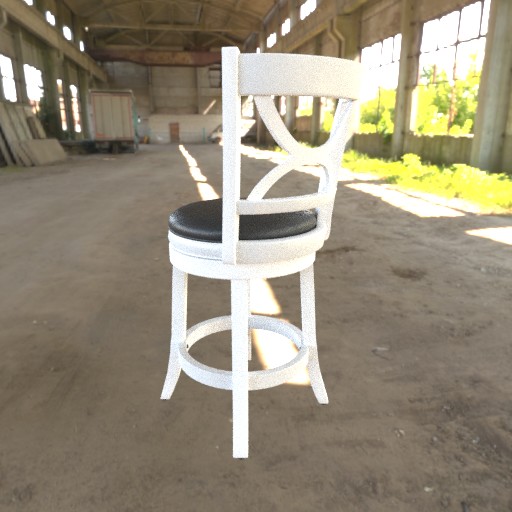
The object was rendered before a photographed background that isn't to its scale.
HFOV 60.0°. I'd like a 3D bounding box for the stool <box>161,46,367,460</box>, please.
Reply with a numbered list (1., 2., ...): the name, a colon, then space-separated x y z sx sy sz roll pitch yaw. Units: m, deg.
1. stool: 0.000 0.000 1.195 0.444 0.953 0.508 -15 22 -41
